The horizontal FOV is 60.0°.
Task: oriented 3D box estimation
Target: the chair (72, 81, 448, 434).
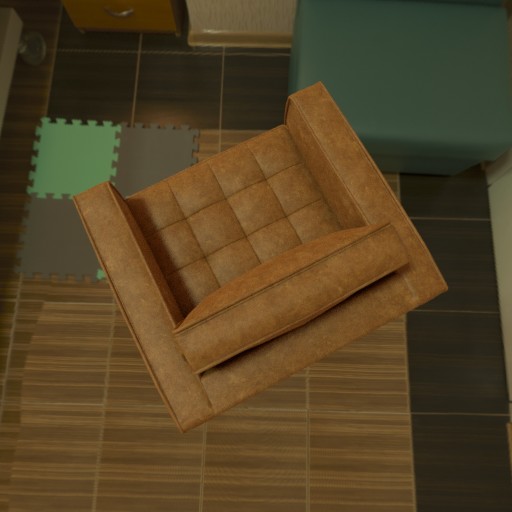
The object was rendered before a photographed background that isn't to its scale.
[{"bbox_3d":[0.000,0.000,1.523,0.928,0.767,0.798,-27,78,-6],"label":"chair"}]
